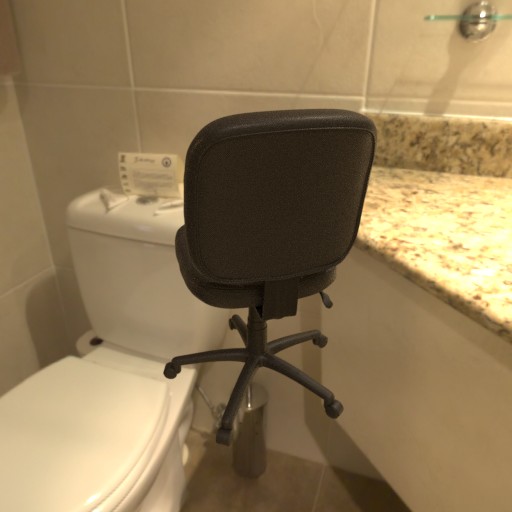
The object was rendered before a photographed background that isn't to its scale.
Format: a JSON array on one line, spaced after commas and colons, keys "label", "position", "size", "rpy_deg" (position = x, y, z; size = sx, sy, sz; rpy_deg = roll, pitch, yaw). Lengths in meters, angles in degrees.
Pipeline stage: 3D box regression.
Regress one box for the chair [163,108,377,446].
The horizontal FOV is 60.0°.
[{"label": "chair", "position": [0.000, 0.000, 1.406], "size": [0.647, 0.959, 0.646], "rpy_deg": [-8, 27, -16]}]
